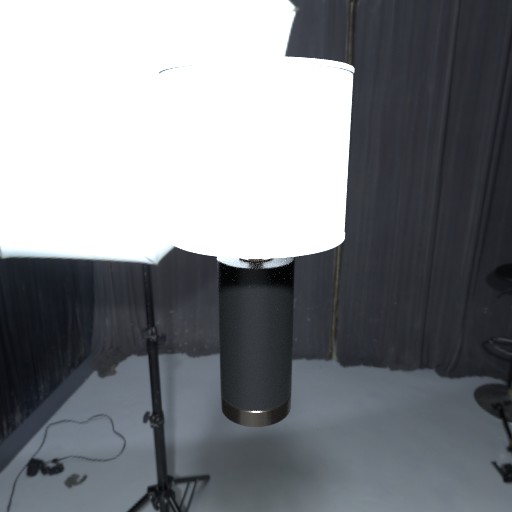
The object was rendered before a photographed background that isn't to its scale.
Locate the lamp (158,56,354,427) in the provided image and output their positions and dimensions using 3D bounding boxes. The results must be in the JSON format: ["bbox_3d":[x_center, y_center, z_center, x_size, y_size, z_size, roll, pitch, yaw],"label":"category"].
[{"bbox_3d":[0.000,0.000,0.622,0.241,0.482,0.240,2,16,8],"label":"lamp"}]
